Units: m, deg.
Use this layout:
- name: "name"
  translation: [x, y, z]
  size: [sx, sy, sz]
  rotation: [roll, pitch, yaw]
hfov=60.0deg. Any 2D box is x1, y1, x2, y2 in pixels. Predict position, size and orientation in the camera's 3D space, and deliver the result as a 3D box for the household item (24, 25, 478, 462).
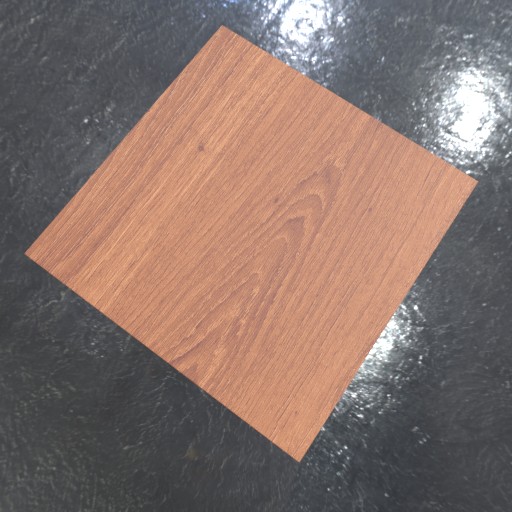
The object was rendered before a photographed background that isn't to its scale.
- name: "household item"
  translation: [0.000, 0.000, 0.739]
  size: [0.400, 0.400, 0.400]
  rotation: [35, 79, 8]
